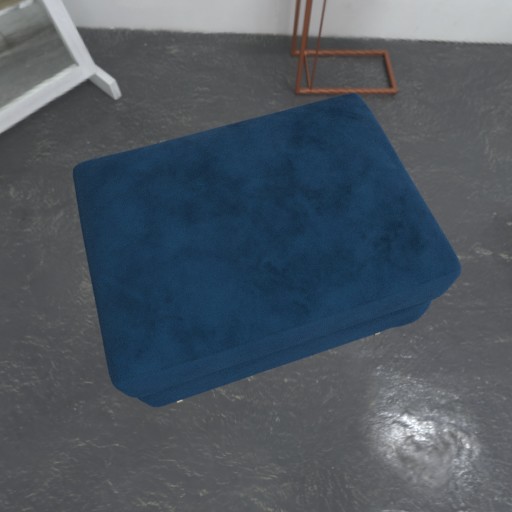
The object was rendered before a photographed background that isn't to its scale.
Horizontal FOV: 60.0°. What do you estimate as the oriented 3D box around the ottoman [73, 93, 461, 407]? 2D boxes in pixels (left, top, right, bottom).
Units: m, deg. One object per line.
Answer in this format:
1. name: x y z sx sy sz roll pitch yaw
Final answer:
1. ottoman: 0.000 0.000 1.175 0.773 0.503 0.572 -17 65 -8
